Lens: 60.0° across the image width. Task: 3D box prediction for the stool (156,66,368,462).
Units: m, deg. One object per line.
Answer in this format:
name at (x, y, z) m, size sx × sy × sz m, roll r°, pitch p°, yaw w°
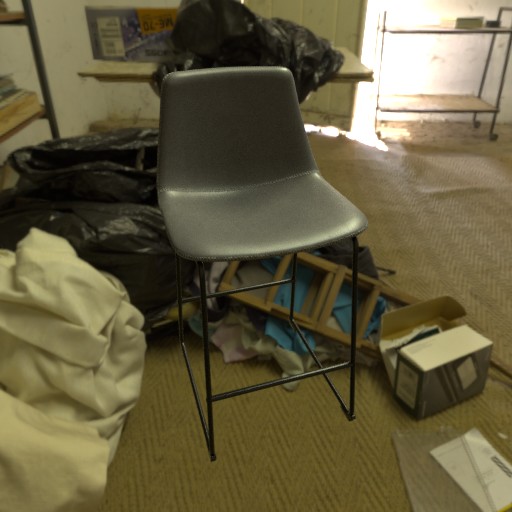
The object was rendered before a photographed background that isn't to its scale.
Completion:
stool at (0.000, 0.000, 1.195) m, size 0.470 × 0.876 × 0.546 m, roll -10°, pitch 33°, yaw -15°
